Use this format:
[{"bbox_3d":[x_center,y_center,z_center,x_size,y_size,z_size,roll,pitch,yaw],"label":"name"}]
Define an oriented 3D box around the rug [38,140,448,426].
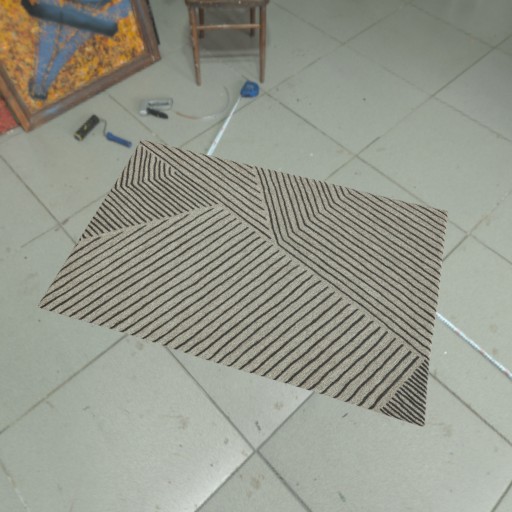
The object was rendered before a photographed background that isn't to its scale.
[{"bbox_3d":[0.000,0.000,2.981,2.406,0.023,1.539,15,60,9],"label":"rug"}]
